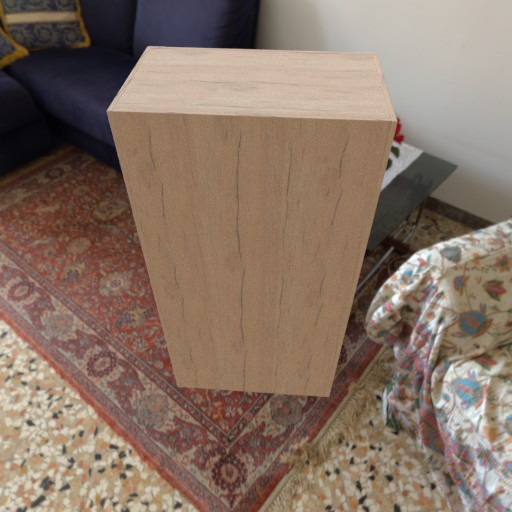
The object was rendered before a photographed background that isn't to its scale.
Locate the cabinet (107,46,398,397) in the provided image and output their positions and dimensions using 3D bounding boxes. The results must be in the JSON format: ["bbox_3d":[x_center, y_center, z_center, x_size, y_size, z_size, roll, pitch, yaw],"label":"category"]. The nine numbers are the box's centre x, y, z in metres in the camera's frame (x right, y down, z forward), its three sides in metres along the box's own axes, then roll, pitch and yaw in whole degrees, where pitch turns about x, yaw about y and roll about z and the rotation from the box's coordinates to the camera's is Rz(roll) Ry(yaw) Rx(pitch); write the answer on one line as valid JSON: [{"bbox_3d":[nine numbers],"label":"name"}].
[{"bbox_3d":[0.000,0.000,2.377,0.980,1.930,0.580,3,46,3],"label":"cabinet"}]
